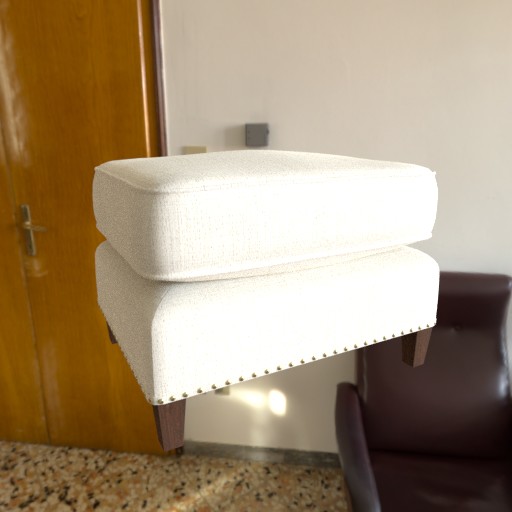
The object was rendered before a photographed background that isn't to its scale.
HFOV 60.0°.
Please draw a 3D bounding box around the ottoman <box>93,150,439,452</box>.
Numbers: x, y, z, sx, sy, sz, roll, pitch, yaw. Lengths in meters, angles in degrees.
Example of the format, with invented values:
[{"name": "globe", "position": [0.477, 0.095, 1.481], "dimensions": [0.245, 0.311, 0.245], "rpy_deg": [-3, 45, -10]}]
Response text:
[{"name": "ottoman", "position": [0.000, 0.000, 1.152], "dimensions": [0.738, 0.537, 0.589], "rpy_deg": [-8, 18, -27]}]
